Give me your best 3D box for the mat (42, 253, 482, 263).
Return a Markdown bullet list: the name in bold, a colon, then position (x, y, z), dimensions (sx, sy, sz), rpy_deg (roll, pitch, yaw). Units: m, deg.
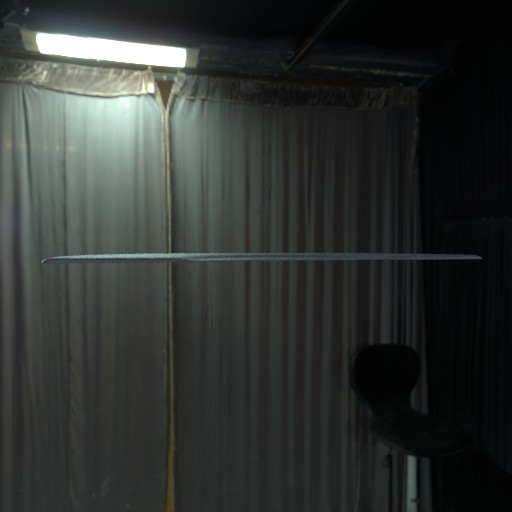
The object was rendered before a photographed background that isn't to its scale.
- **mat**: position (0.000, 0.000, 1.855), dimensions (1.525, 0.016, 0.917), rpy_deg (0, 1, -18)
